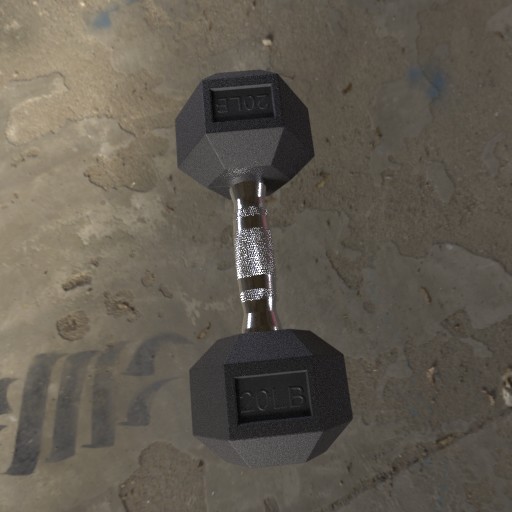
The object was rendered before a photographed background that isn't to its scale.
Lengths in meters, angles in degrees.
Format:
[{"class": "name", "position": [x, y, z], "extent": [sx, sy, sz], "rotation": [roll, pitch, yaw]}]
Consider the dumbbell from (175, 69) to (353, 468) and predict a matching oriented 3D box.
[{"class": "dumbbell", "position": [0.000, 0.000, 0.353], "extent": [0.116, 0.101, 0.297], "rotation": [-5, 75, -1]}]
